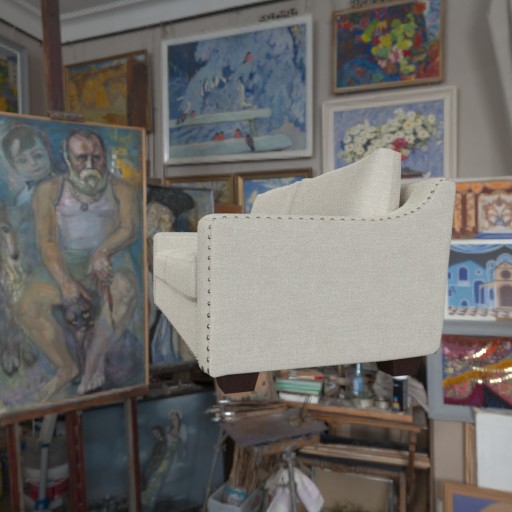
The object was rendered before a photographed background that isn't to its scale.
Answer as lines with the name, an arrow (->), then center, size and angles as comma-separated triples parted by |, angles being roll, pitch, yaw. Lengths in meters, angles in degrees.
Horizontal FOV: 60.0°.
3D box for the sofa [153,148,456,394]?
sofa -> 0.000, 0.000, 2.700 | 1.104, 0.983, 2.107 | 0, 1, -18
